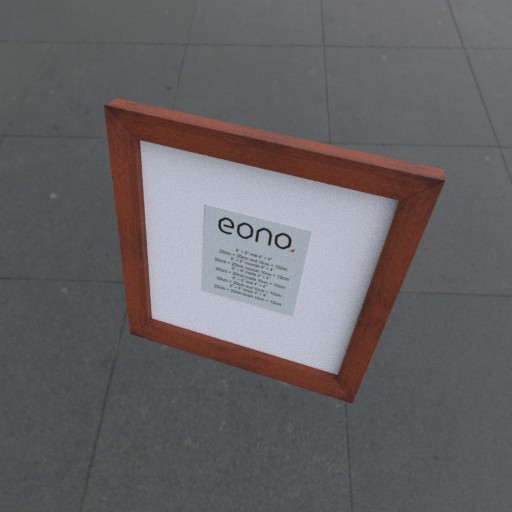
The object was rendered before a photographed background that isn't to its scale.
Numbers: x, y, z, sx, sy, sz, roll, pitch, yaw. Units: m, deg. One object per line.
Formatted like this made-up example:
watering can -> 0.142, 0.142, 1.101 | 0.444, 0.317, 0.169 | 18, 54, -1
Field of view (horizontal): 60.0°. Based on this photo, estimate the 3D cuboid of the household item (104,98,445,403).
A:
household item -> 0.000, 0.000, 0.391 | 0.240, 0.240, 0.131 | 15, 58, 9
